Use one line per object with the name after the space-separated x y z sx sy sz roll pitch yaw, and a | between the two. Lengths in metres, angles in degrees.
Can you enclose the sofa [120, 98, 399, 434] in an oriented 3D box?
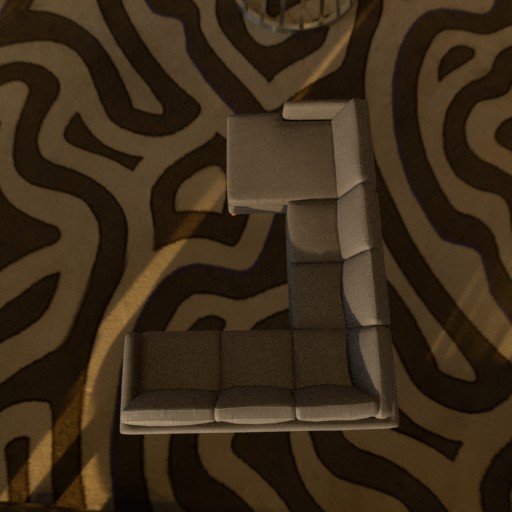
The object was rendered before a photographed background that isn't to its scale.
0.000 0.000 4.718 2.594 0.961 3.460 -1 75 0 | sofa
